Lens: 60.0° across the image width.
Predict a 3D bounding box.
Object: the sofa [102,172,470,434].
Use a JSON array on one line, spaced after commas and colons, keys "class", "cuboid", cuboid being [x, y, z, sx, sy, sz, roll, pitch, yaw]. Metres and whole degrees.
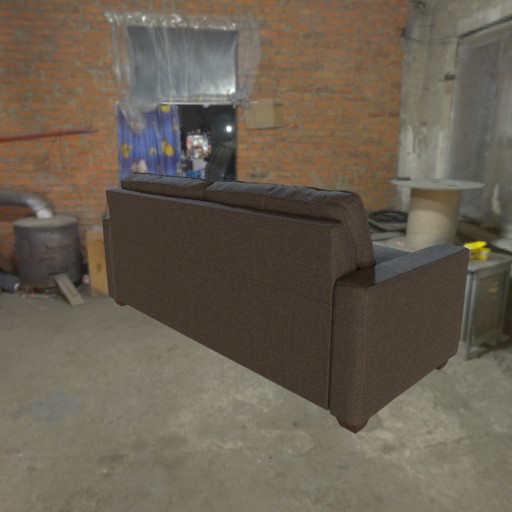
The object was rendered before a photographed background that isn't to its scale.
[{"class": "sofa", "cuboid": [0.000, 0.000, 2.565, 0.940, 0.919, 2.080, -13, 19, -42]}]
